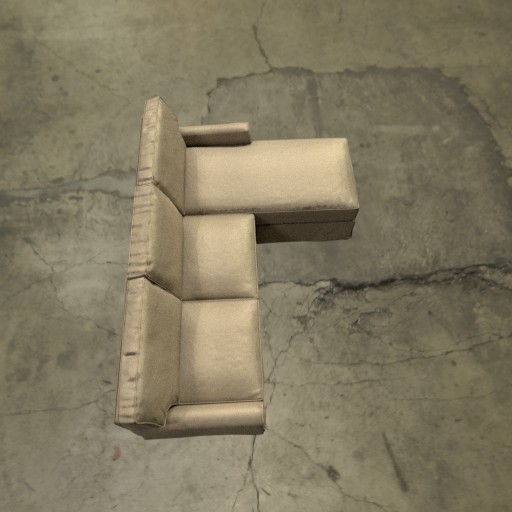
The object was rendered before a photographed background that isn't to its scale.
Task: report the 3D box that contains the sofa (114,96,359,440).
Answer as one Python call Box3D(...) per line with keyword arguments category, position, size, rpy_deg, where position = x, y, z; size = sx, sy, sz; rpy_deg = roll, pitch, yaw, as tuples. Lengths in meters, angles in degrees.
Box3D(category="sofa", position=(0.000, 0.000, 3.325), size=(1.733, 0.978, 2.475), rpy_deg=(-2, 63, -1))
